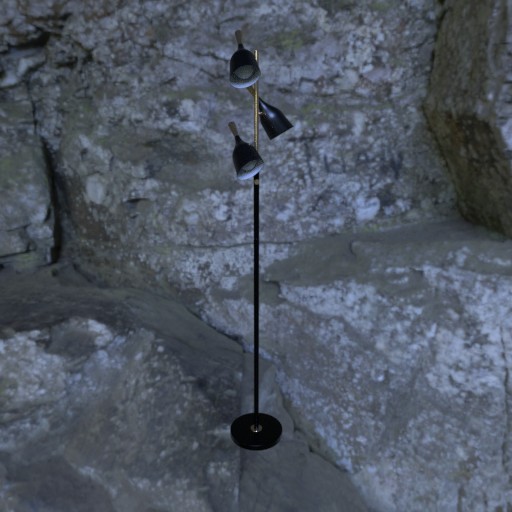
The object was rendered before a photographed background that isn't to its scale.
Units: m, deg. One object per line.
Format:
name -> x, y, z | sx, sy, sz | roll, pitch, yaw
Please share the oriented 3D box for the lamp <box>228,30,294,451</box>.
lamp -> 0.000, 0.000, 1.907 | 0.253, 1.778, 0.434 | 8, 17, 27
